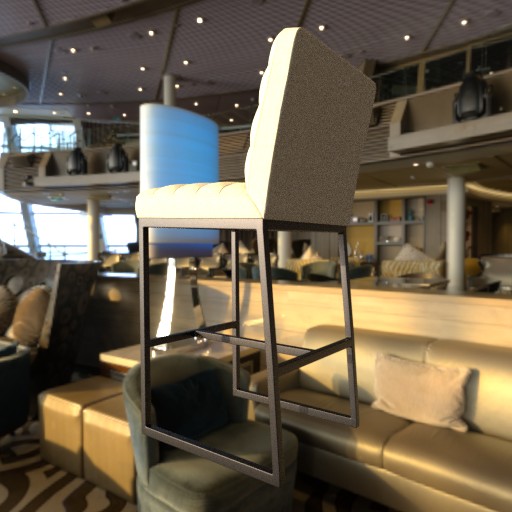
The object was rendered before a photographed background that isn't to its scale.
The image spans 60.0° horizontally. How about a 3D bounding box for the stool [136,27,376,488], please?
[{"bbox_3d":[0.000,0.000,1.307,0.560,1.040,0.460,1,2,37],"label":"stool"}]
